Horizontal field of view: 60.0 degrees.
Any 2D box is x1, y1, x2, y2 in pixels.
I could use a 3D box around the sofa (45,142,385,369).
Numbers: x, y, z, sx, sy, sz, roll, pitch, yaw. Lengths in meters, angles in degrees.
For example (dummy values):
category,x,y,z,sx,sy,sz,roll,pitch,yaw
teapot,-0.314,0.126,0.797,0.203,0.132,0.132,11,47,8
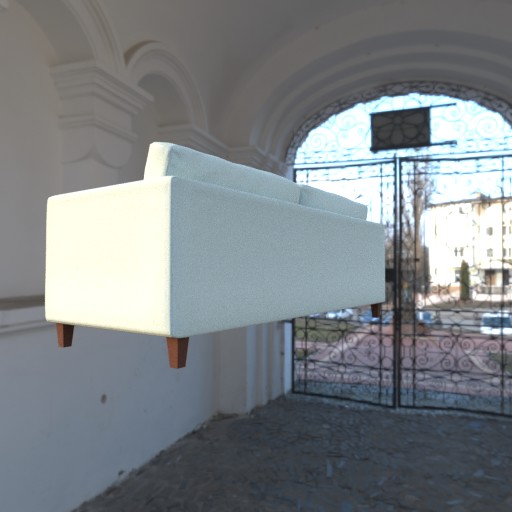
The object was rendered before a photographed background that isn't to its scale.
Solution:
category,x,y,z,sx,sy,sz,roll,pitch,yaw
sofa,0.000,0.000,2.958,0.948,0.965,2.434,-1,-2,35
